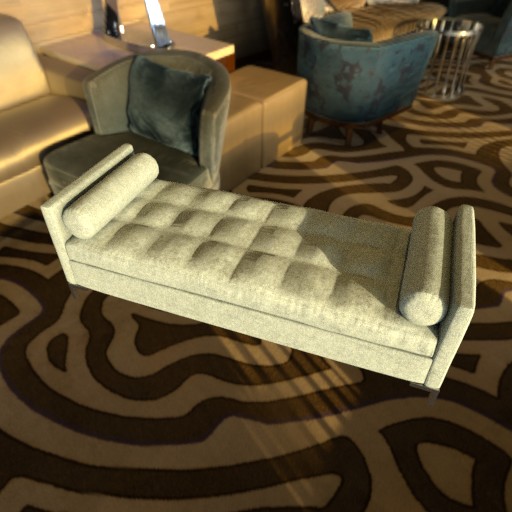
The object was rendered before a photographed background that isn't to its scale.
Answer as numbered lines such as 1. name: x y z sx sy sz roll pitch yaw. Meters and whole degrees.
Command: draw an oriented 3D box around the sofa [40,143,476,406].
1. sofa: 0.000 0.000 2.451 2.102 0.657 0.797 13 42 16
